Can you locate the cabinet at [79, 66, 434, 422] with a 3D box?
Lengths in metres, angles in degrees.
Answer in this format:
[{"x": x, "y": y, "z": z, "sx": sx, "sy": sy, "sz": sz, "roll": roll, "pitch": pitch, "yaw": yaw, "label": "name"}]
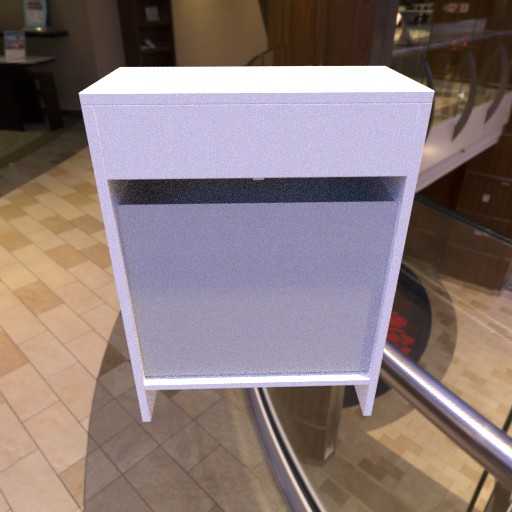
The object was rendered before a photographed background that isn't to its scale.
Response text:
[{"x": 0.000, "y": 0.000, "z": 1.078, "sx": 0.600, "sy": 0.815, "sz": 0.296, "roll": -1, "pitch": 31, "yaw": -2, "label": "cabinet"}]
